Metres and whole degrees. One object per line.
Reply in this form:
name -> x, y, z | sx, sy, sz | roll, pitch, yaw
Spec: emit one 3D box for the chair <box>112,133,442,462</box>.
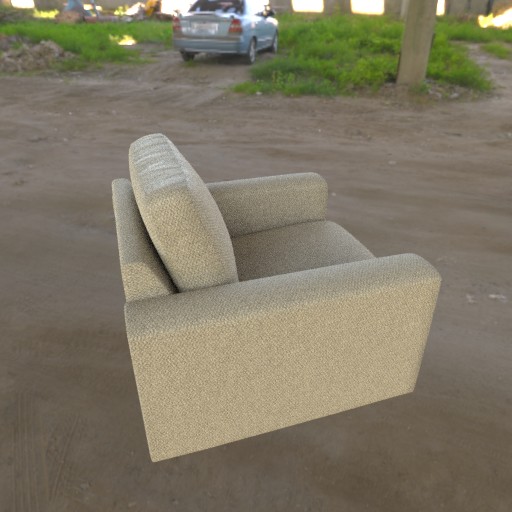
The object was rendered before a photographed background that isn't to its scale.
chair -> 0.000, 0.000, 1.747 | 1.016, 0.873, 1.005 | -9, 32, -15
